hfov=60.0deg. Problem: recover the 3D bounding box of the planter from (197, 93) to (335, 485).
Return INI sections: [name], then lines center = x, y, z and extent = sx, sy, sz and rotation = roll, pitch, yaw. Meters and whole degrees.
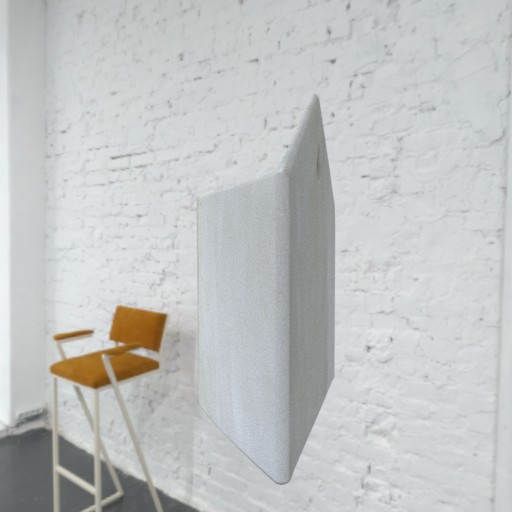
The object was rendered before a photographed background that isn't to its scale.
[planter]
center = 0.000, 0.000, 0.277
extent = 0.080, 0.194, 0.163
rotation = 0, 2, 17
